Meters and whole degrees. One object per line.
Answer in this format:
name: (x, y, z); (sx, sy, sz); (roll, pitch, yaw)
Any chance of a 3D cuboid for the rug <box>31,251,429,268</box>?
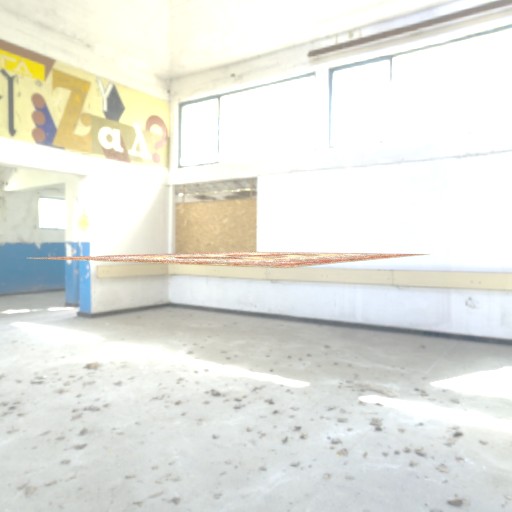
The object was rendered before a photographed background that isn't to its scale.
rug: (0.000, 0.000, 4.194); (2.460, 0.005, 3.067); (1, 2, 34)
